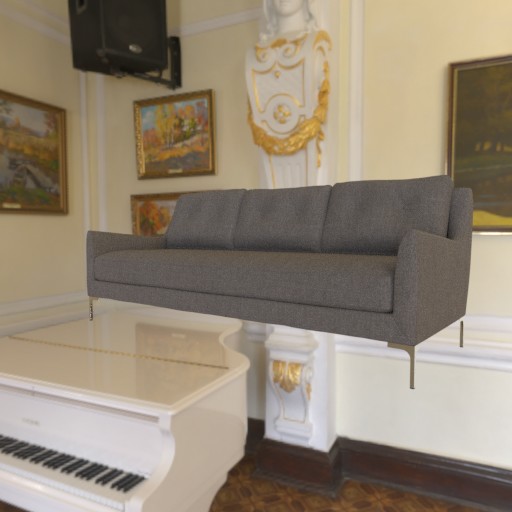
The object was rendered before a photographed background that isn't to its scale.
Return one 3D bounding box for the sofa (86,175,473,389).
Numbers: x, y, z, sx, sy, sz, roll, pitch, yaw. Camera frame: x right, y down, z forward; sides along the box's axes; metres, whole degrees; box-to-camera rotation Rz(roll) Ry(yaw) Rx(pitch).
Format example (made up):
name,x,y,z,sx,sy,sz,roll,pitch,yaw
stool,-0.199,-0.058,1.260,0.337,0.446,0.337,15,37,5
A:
name,x,y,z,sx,sy,sz,roll,pitch,yaw
sofa,0.000,0.000,2.464,2.060,0.837,0.849,2,4,37
